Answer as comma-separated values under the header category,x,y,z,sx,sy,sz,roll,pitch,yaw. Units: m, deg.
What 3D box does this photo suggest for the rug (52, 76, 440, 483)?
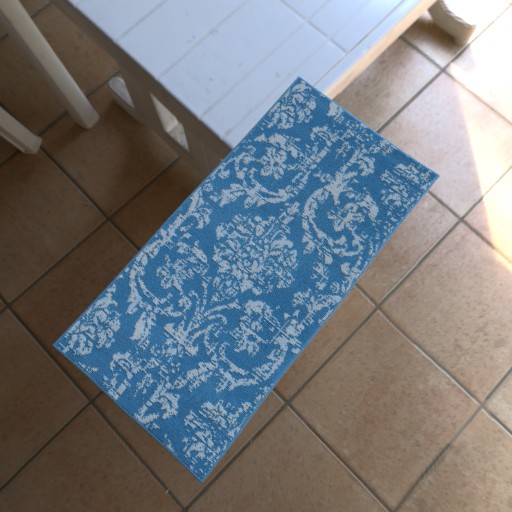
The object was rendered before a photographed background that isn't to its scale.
category,x,y,z,sx,sy,sz,roll,pitch,yaw
rug,0.000,0.000,1.416,0.604,0.007,1.219,38,79,9
